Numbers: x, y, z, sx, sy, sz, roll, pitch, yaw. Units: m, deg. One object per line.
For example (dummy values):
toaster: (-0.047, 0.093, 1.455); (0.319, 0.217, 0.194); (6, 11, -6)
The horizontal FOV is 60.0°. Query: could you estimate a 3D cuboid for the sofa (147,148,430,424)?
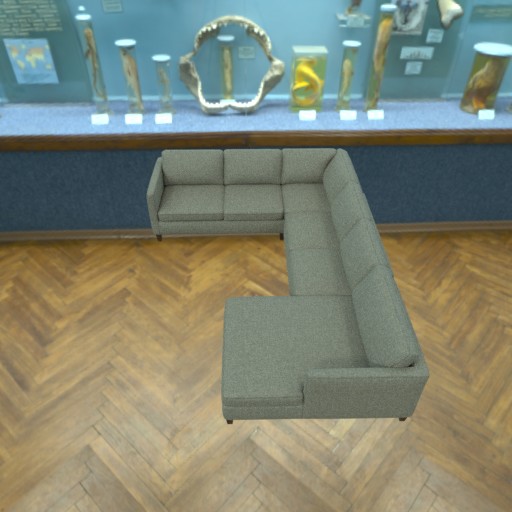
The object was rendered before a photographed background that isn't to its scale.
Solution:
sofa: (0.000, 0.000, 4.668); (2.551, 0.889, 3.403); (-1, 41, -1)
